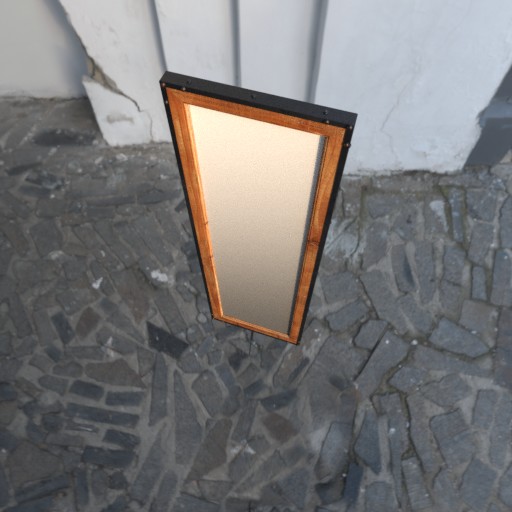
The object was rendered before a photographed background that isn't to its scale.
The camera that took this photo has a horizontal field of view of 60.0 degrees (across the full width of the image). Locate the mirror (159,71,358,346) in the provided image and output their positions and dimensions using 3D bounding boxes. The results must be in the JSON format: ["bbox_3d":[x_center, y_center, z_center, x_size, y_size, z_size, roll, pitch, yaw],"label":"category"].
[{"bbox_3d":[0.000,0.000,1.221,0.354,1.080,0.042,16,61,9],"label":"mirror"}]
